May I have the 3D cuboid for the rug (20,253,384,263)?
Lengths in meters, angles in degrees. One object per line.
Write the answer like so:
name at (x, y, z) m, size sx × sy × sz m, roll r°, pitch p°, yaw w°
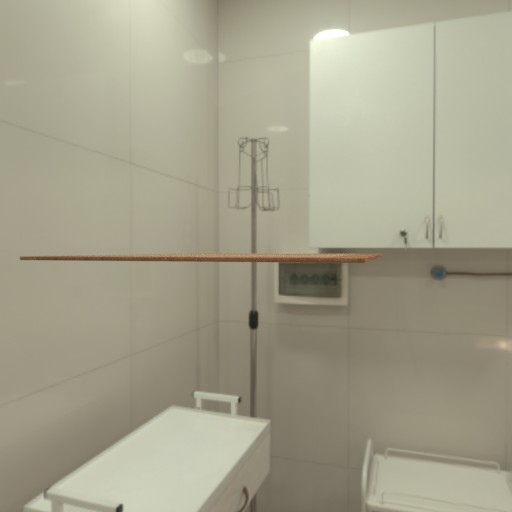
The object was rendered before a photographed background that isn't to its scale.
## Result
rug at (0.000, 0.000, 2.288) m, size 1.219 × 0.014 × 1.829 m, roll 0°, pitch 1°, yaw 18°
